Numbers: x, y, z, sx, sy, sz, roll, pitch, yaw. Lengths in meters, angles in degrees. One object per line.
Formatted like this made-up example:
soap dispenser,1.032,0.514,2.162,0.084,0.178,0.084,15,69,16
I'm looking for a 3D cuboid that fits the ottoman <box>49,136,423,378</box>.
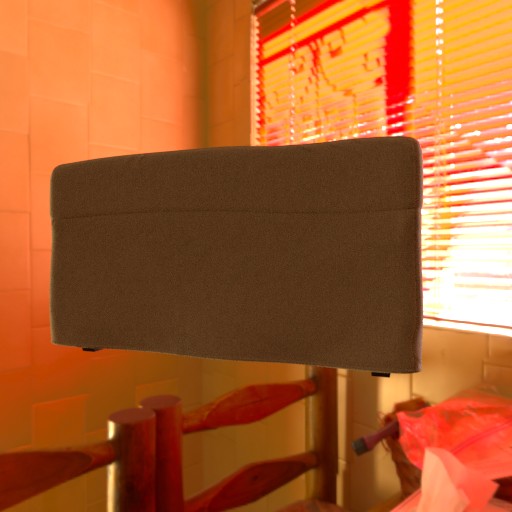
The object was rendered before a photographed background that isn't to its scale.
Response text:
ottoman,0.000,0.000,1.200,0.833,0.461,0.648,0,0,19
